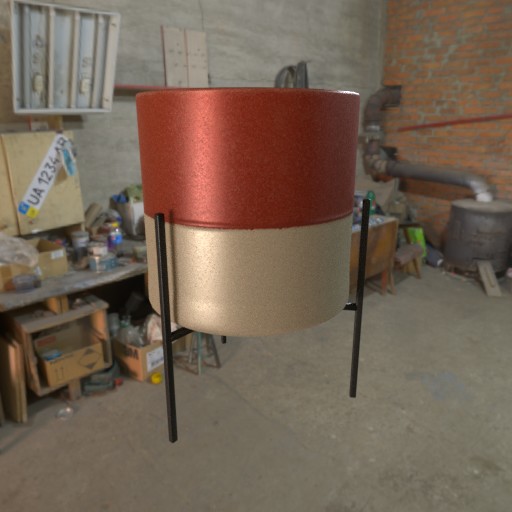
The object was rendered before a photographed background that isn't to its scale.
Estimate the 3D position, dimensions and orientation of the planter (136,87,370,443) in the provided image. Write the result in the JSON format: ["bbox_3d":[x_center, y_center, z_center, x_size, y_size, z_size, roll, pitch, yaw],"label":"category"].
[{"bbox_3d":[0.000,0.000,0.519,0.251,0.354,0.235,3,17,9],"label":"planter"}]
